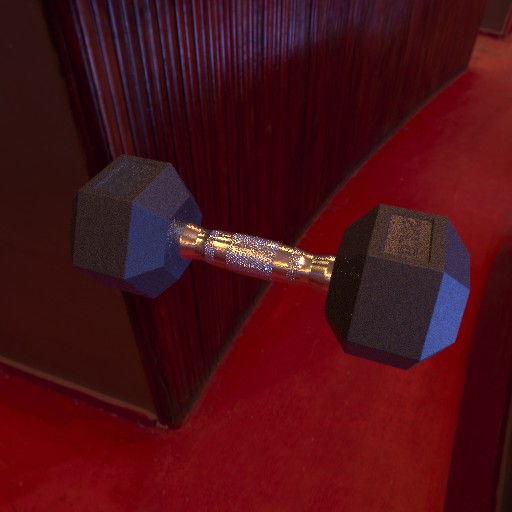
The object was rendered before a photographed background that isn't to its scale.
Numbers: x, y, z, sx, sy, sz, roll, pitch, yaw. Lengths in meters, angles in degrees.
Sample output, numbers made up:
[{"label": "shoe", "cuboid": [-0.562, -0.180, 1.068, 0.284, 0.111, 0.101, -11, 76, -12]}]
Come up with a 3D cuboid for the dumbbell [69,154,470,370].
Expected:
[{"label": "dumbbell", "cuboid": [0.000, 0.000, 0.318, 0.272, 0.092, 0.106, 13, 43, 15]}]
